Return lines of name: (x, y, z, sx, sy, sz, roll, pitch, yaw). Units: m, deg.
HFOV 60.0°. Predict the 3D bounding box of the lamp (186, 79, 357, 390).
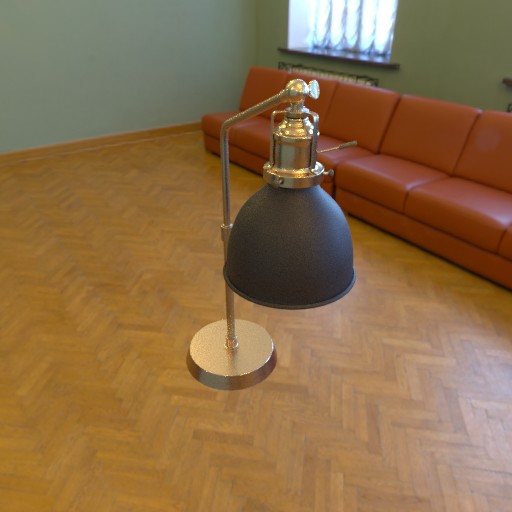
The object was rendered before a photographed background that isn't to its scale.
lamp: (0.000, 0.000, 0.588, 0.160, 0.456, 0.291, -21, 36, -31)
